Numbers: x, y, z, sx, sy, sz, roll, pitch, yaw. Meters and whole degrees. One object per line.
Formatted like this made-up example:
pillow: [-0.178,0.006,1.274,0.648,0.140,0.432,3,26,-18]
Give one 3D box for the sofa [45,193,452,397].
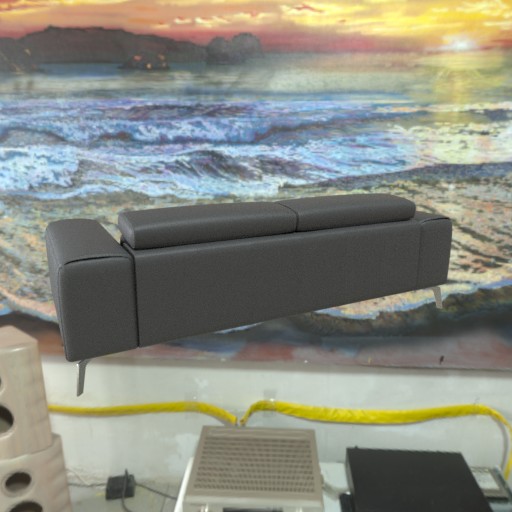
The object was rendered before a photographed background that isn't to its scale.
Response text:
sofa: [0.000,0.000,2.760,2.321,0.759,1.023,-8,17,-26]
